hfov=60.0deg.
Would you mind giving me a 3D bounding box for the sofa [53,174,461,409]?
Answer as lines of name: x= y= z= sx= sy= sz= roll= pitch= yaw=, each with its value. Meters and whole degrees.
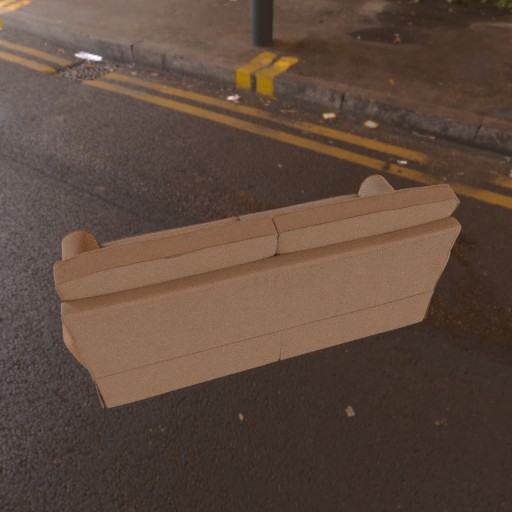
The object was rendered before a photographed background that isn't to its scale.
sofa: x=0.000 y=0.000 z=2.718 sx=2.246 sy=1.014 sz=0.900 roll=-12 pitch=44 yaw=-13
